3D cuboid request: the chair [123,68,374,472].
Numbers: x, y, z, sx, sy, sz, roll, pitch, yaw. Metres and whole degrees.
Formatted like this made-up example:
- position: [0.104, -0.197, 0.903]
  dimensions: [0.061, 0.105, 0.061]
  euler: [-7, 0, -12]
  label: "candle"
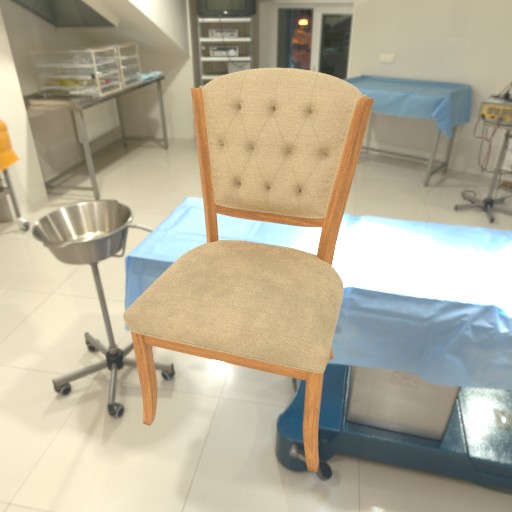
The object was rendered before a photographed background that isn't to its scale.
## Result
- position: [0.000, 0.000, 1.227]
  dimensions: [0.513, 0.905, 0.584]
  euler: [9, 31, 15]
  label: "chair"
